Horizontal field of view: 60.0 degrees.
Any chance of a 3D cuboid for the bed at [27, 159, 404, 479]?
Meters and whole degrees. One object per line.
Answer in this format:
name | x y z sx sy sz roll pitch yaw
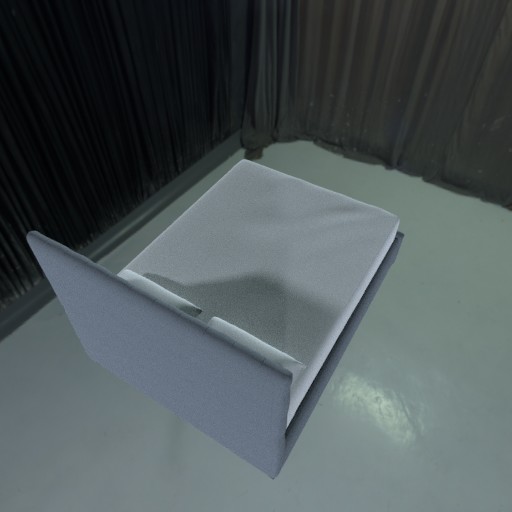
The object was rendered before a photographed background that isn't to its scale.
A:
bed | 0.000 0.000 3.316 1.698 1.427 2.231 25 52 21
